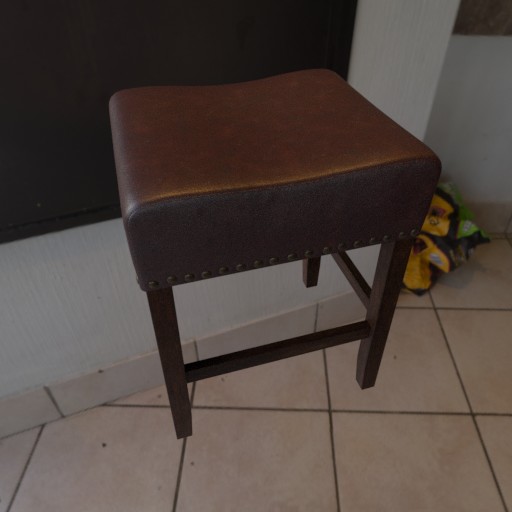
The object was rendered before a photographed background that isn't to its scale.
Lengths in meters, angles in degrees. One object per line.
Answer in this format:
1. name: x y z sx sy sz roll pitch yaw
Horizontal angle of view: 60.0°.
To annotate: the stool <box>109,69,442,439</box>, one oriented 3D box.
1. stool: 0.000 0.000 0.922 0.465 0.608 0.397 -11 42 -12
